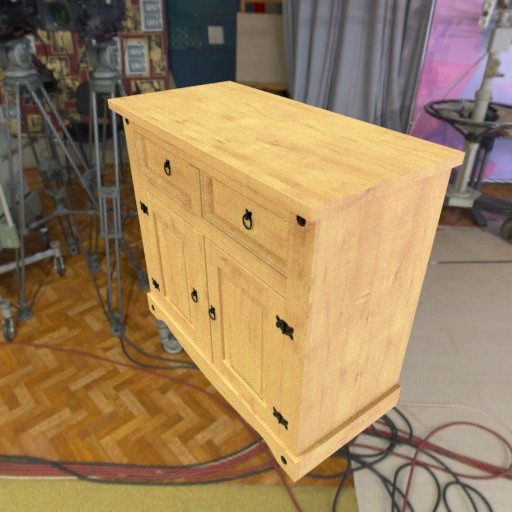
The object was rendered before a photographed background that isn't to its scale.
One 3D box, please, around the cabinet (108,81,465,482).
[{"bbox_3d":[0.000,0.000,1.389,0.450,0.840,0.920,-22,39,-30],"label":"cabinet"}]
